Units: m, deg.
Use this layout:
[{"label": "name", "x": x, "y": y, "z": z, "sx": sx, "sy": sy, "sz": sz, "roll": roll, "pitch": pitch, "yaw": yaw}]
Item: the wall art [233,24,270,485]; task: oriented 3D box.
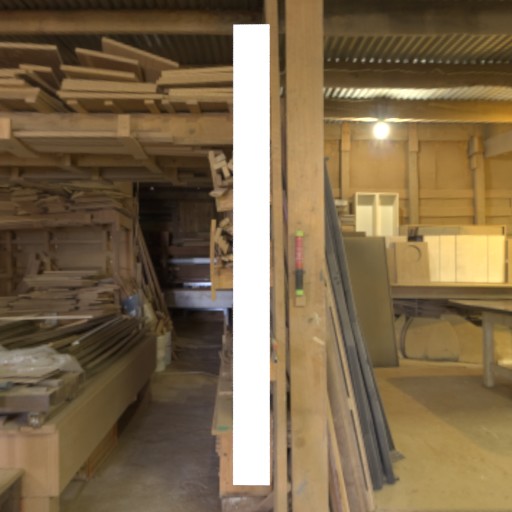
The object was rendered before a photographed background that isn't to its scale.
[{"label": "wall art", "x": 0.000, "y": 0.000, "z": 0.744, "sx": 0.040, "sy": 0.509, "sz": 0.509, "roll": 0, "pitch": -1, "yaw": 1}]
